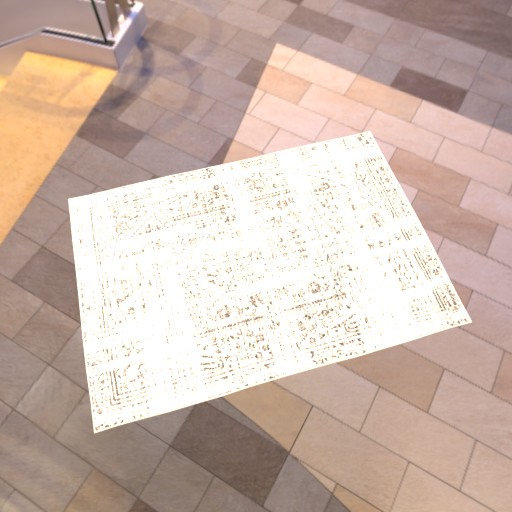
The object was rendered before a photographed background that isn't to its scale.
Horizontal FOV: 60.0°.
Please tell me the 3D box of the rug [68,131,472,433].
[{"bbox_3d":[0.000,0.000,3.079,2.438,0.026,1.706,-14,63,-7],"label":"rug"}]
